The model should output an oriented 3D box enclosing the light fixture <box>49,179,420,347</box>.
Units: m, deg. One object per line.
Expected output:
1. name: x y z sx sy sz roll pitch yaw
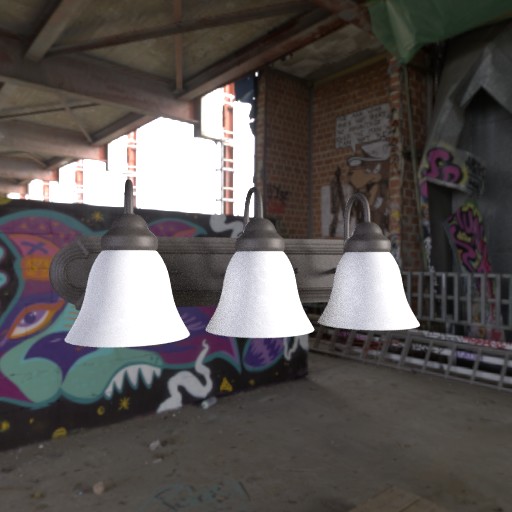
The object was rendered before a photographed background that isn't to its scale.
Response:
1. light fixture: 0.000 0.000 0.695 0.610 0.222 0.199 0 -1 -20
